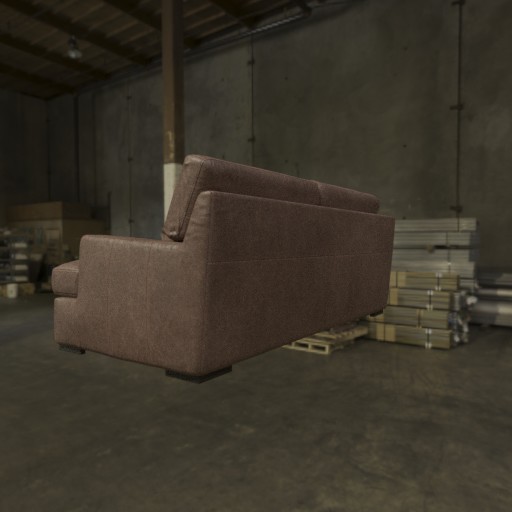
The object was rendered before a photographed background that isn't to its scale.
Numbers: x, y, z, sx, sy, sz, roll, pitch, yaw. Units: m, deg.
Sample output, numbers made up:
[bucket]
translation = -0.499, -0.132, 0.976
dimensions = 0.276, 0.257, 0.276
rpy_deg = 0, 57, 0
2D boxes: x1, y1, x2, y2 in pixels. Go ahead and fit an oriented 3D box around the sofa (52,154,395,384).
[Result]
[sofa]
translation = 0.000, 0.000, 2.881
dimensions = 1.143, 0.941, 2.261
rpy_deg = 1, 2, 35
